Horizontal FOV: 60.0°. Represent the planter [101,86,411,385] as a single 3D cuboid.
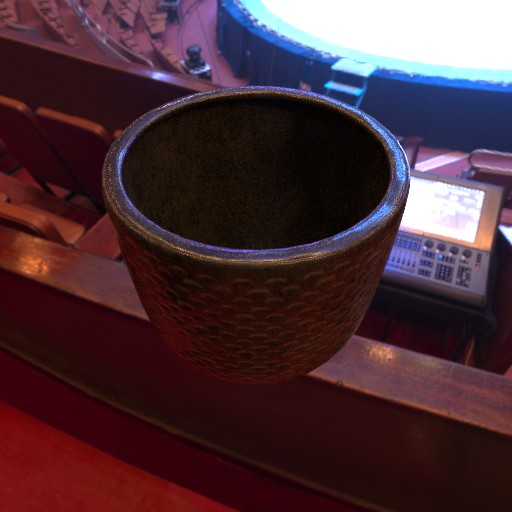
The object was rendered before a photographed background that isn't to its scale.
[{"bbox_3d":[0.000,0.000,0.353,0.197,0.191,0.197,0,46,0],"label":"planter"}]
